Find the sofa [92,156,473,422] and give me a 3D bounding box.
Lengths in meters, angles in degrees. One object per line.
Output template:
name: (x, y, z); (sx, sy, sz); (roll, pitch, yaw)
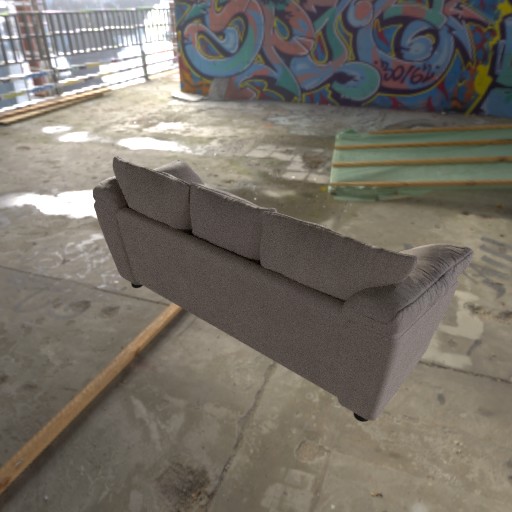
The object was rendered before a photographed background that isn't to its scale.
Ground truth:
sofa: (0.000, 0.000, 2.835); (2.334, 0.996, 0.878); (23, 37, 34)
